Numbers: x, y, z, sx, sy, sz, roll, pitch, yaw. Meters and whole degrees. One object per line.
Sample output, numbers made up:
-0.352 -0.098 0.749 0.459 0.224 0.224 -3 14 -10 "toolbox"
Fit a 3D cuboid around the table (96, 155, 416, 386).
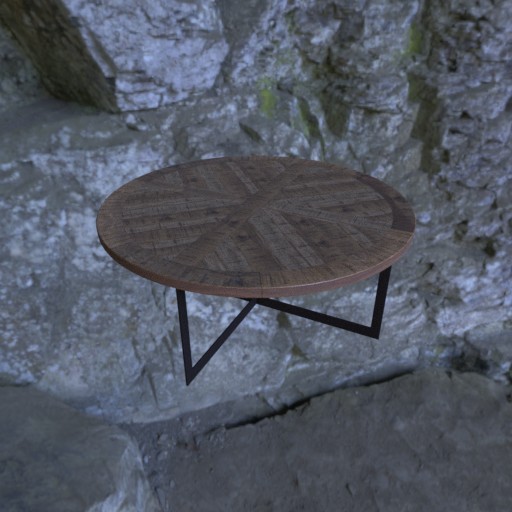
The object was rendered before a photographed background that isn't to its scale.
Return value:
0.000 0.000 1.960 1.264 0.516 1.264 0 30 0 "table"
